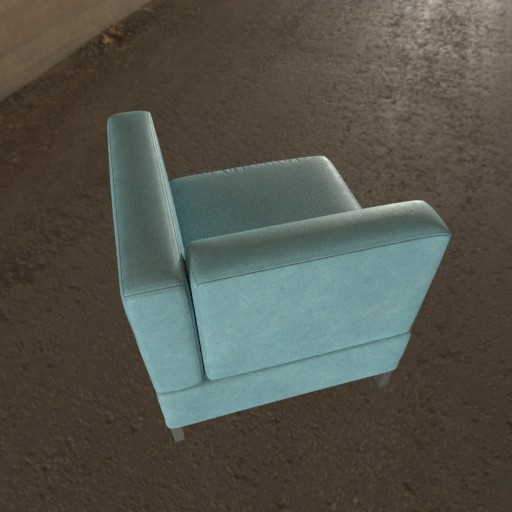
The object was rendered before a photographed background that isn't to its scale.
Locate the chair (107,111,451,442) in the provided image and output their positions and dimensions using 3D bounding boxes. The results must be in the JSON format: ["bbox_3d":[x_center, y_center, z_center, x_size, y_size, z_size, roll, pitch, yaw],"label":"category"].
[{"bbox_3d":[0.000,0.000,1.254,0.680,0.660,0.680,-11,48,-11],"label":"chair"}]
